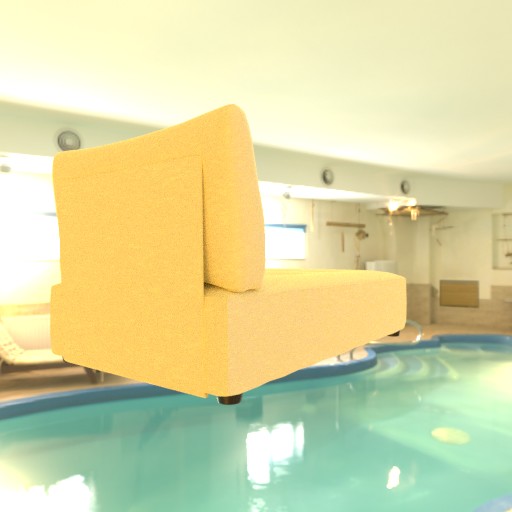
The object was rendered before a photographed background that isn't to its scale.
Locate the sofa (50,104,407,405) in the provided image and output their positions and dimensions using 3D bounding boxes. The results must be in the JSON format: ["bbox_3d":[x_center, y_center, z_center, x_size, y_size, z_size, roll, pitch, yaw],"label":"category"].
[{"bbox_3d":[0.000,0.000,2.004,0.930,0.820,1.450,0,0,37],"label":"sofa"}]
